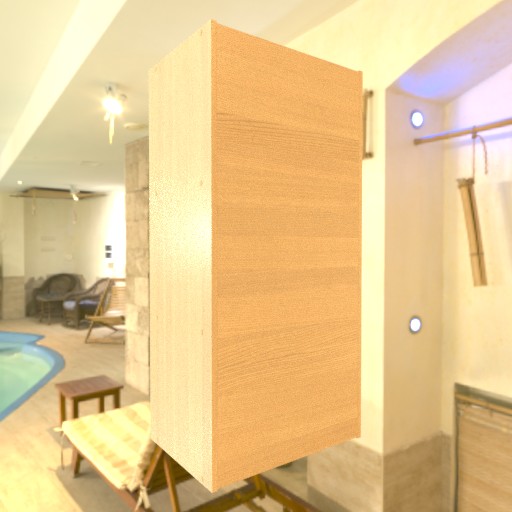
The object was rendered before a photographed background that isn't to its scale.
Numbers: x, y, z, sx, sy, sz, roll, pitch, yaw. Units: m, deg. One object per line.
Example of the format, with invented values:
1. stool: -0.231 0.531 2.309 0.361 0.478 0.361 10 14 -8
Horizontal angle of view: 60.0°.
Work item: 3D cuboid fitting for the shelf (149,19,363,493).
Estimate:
1. shelf: 0.000 0.000 1.059 0.417 0.876 0.292 -1 1 -36
